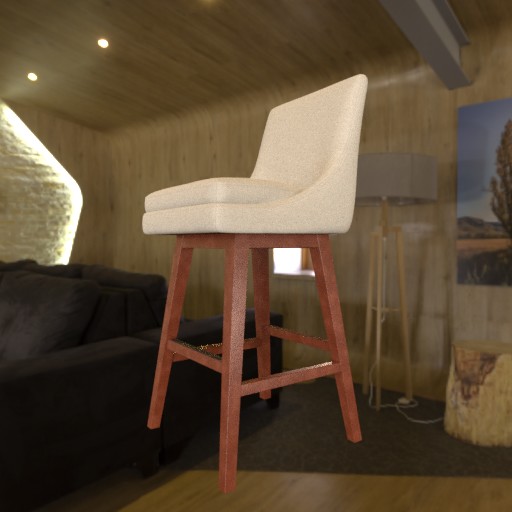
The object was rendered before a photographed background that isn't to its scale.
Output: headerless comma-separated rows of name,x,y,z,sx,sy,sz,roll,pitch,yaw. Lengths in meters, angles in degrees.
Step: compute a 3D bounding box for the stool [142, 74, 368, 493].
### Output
stool,0.000,0.000,1.360,0.559,1.092,0.470,-1,2,-36
